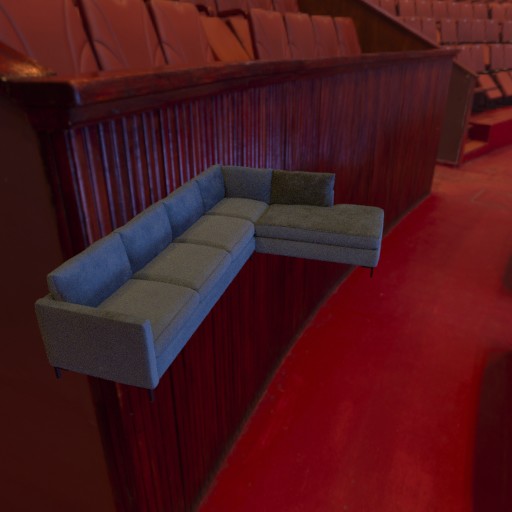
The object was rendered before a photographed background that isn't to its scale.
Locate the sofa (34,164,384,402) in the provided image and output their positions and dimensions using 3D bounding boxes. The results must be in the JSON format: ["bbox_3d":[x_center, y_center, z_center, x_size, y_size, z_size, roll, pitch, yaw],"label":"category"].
[{"bbox_3d":[0.000,0.000,3.214,1.707,0.687,2.486,8,27,15],"label":"sofa"}]
